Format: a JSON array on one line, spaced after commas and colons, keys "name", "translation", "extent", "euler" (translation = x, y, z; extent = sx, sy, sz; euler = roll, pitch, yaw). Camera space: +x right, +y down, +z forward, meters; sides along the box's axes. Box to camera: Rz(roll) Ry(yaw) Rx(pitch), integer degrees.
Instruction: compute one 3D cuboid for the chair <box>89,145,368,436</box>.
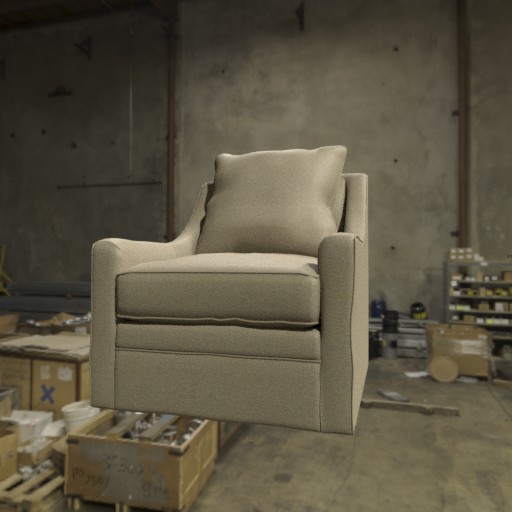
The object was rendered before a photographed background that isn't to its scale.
[{"name": "chair", "translation": [0.000, 0.000, 1.588], "extent": [0.760, 0.942, 0.876], "euler": [0, -1, 17]}]
